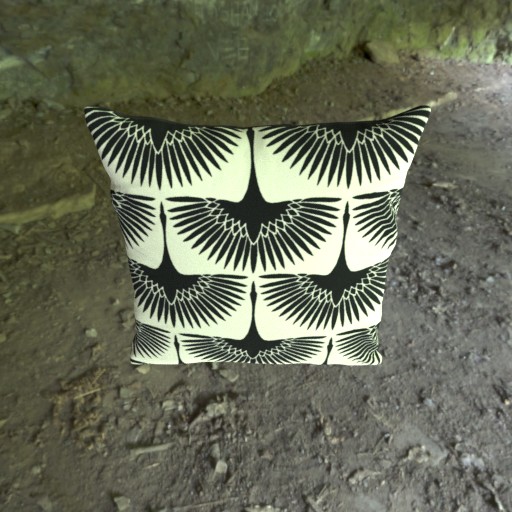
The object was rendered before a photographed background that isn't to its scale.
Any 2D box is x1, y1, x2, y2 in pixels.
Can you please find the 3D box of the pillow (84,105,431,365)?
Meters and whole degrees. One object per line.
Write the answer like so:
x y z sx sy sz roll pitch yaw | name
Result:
0.000 0.000 0.656 0.432 0.432 0.139 0 31 0 | pillow
